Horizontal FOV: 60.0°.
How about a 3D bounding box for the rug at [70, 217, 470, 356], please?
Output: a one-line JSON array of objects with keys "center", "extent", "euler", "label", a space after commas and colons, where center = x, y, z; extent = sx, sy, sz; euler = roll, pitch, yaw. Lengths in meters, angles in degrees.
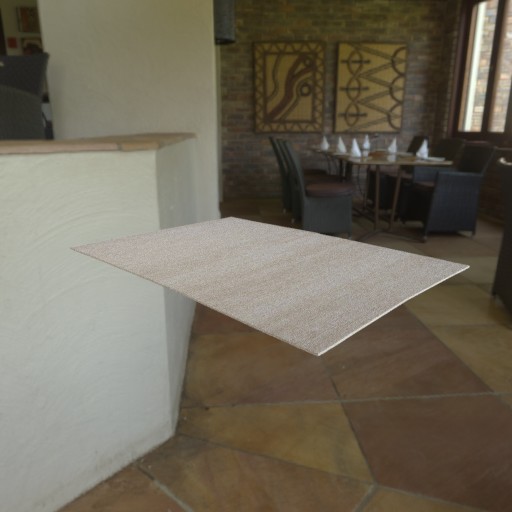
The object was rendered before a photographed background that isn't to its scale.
[{"center": [0.000, 0.000, 3.833], "extent": [2.869, 0.038, 2.032], "euler": [16, 22, 43], "label": "rug"}]
